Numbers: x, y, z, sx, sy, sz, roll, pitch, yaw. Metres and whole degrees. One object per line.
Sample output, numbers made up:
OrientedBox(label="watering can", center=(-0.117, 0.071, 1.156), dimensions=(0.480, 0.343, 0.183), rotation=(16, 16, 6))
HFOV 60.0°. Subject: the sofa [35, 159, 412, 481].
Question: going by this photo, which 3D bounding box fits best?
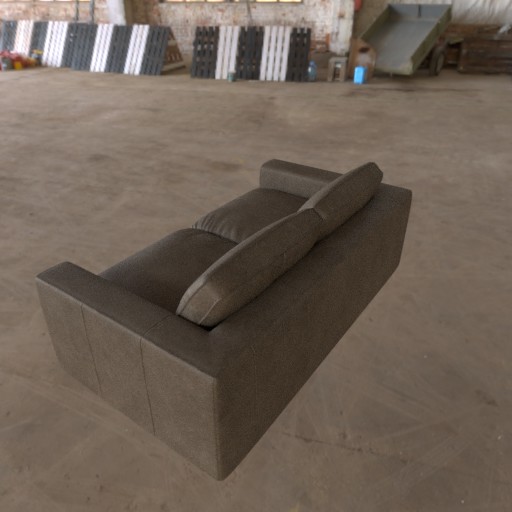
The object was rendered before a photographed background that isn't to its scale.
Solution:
OrientedBox(label="sofa", center=(0.000, 0.000, 2.412), dimensions=(1.070, 0.800, 1.920), rotation=(20, 37, 30))
